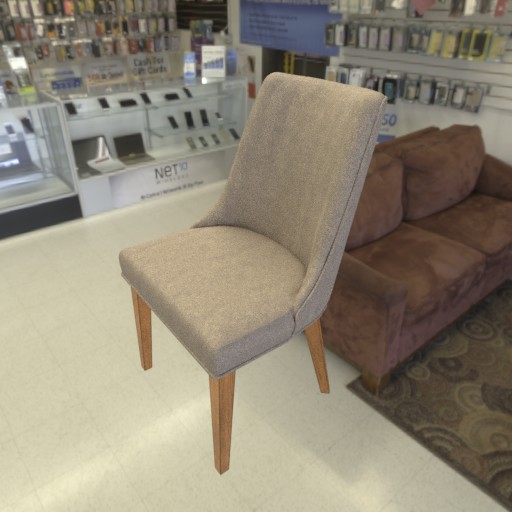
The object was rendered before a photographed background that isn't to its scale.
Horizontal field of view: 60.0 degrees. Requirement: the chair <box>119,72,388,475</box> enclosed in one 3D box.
[{"bbox_3d":[0.000,0.000,1.291,0.636,0.916,0.548,-21,37,-31],"label":"chair"}]
